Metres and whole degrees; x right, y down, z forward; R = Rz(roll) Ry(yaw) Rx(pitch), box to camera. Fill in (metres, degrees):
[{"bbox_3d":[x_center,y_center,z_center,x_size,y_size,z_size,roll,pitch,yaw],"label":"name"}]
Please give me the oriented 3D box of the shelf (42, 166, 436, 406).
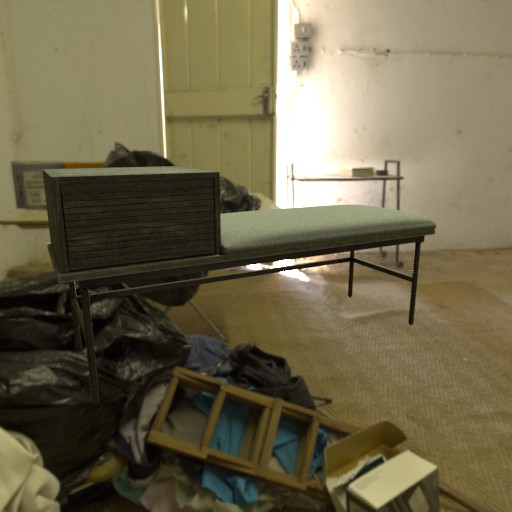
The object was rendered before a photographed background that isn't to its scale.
[{"bbox_3d":[0.000,0.000,1.610,1.342,0.633,0.457,-7,16,-27],"label":"shelf"}]
